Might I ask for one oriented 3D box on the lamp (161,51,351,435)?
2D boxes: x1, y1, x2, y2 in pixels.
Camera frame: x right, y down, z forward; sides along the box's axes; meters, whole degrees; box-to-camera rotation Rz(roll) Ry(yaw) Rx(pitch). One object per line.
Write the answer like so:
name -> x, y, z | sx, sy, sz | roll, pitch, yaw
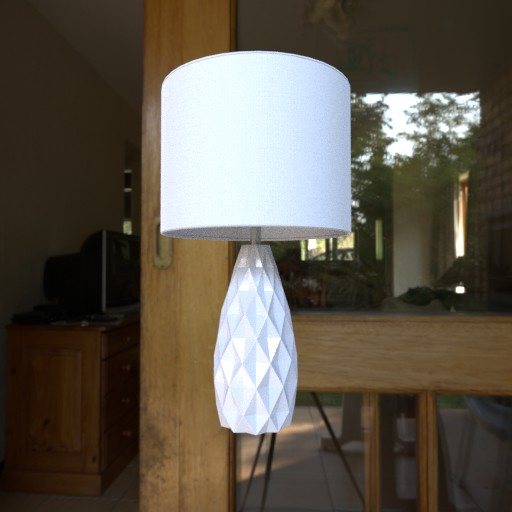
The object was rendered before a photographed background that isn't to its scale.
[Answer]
lamp -> 0.000, 0.000, 0.704 | 0.297, 0.522, 0.297 | 0, -2, 0
